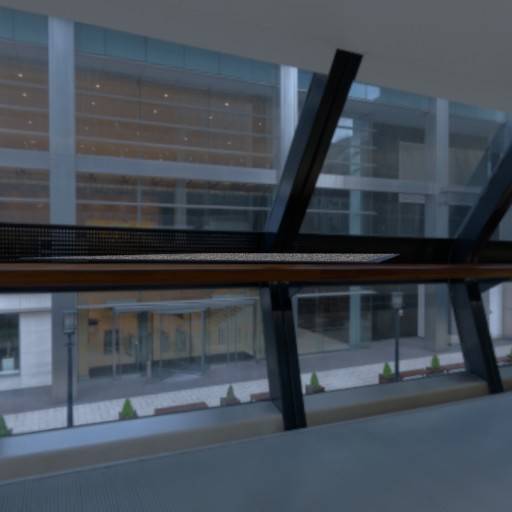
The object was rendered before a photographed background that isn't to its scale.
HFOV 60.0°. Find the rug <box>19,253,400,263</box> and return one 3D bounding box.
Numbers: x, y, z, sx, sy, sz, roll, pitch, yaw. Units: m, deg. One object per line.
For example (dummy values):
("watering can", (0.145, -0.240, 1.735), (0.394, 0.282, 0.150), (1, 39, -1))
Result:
("rug", (0.000, 0.000, 4.112), (2.438, 0.010, 3.048), (0, 1, 20))
